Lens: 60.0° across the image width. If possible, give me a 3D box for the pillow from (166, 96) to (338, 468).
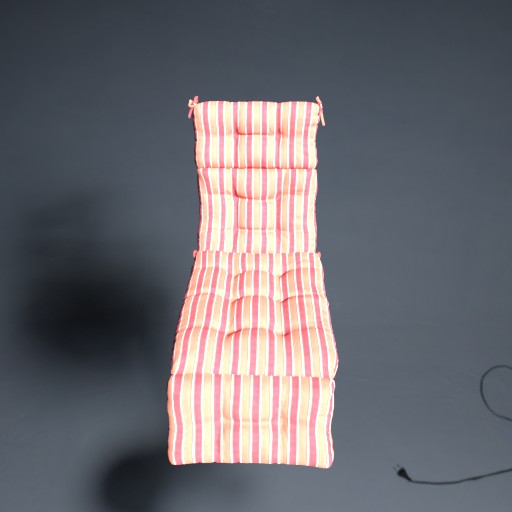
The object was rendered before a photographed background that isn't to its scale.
[{"bbox_3d":[0.000,0.000,1.498,0.526,0.863,1.016,1,31,1],"label":"pillow"}]
